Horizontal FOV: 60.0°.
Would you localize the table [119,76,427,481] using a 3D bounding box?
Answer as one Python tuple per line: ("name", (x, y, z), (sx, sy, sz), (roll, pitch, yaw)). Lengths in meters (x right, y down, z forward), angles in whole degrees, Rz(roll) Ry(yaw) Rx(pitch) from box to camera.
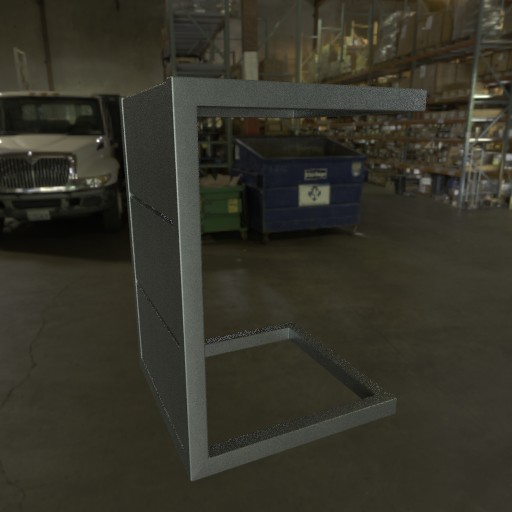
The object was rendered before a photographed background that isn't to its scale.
("table", (0.000, 0.000, 0.885), (0.420, 0.609, 0.405), (-7, 17, -24))
